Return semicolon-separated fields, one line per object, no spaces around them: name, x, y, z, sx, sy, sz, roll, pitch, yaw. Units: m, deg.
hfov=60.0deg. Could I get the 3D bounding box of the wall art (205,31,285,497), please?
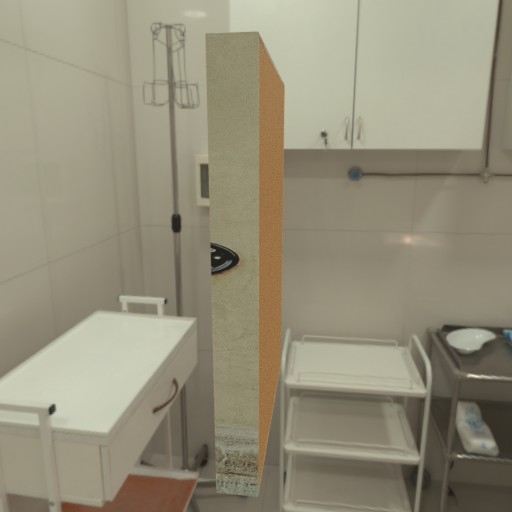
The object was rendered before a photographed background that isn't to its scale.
wall art;0.000;0.000;0.476;0.038;0.381;0.254;2;13;8
